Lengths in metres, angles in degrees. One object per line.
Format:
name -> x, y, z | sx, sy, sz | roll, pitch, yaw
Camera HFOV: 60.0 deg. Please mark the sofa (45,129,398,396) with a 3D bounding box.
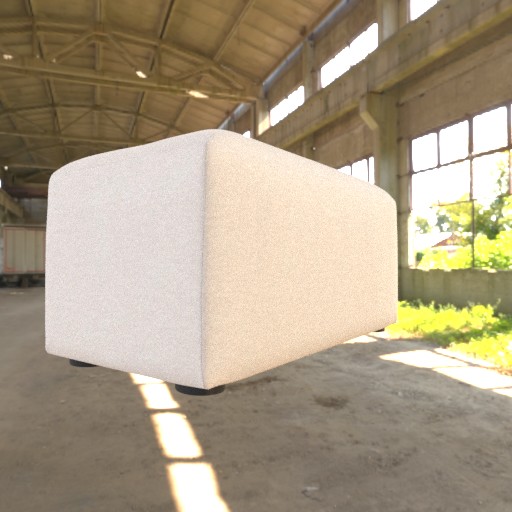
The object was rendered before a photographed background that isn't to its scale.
sofa -> 0.000, 0.000, 1.193 | 0.480, 0.470, 0.930 | 0, 0, 36
